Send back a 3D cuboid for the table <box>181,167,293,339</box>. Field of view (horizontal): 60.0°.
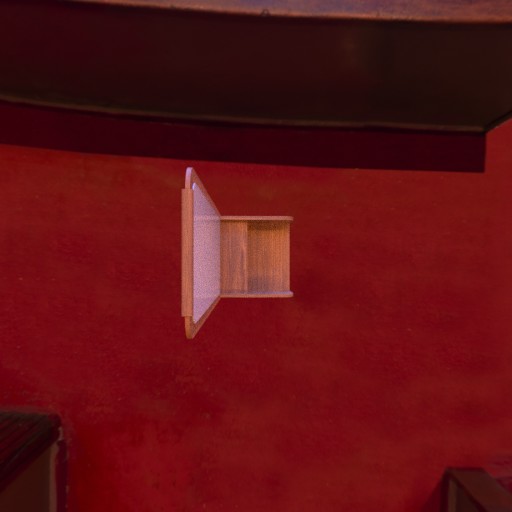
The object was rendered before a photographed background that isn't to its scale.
[{"bbox_3d":[0.000,0.000,2.014,0.420,1.830,0.450,0,89,-1],"label":"table"}]
